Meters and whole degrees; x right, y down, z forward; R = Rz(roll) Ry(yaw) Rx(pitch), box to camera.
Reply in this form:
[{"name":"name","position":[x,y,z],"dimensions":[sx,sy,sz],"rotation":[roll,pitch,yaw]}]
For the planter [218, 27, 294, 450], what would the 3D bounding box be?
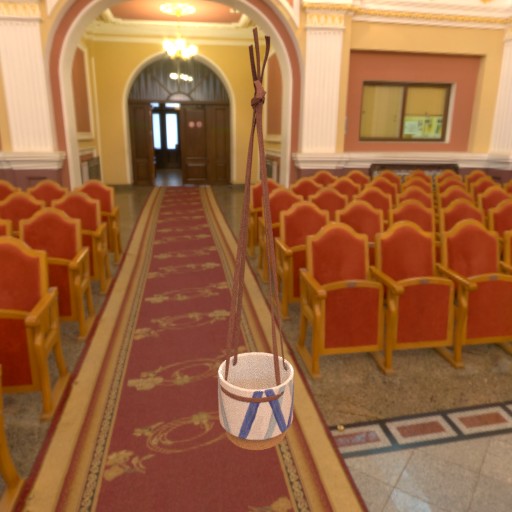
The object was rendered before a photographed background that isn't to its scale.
[{"name":"planter","position":[0.000,0.000,0.825],"dimensions":[0.153,0.753,0.157],"rotation":[-2,16,-9]}]
